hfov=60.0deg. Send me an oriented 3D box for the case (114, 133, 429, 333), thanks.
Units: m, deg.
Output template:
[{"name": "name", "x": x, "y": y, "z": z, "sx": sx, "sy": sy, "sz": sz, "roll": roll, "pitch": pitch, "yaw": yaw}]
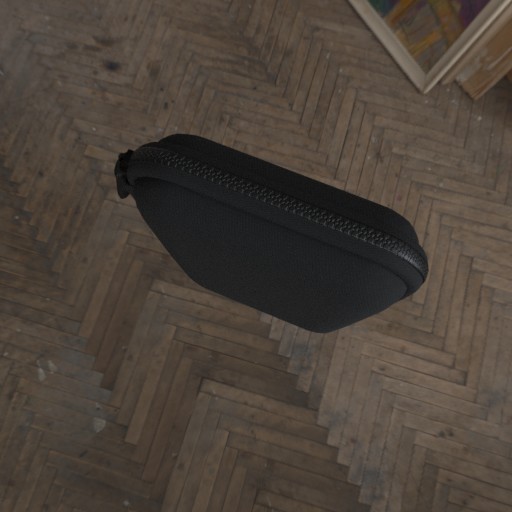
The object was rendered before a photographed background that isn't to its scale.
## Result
[{"name": "case", "x": 0.000, "y": 0.000, "z": 0.187, "sx": 0.107, "sy": 0.147, "sz": 0.030, "roll": 22, "pitch": 78, "yaw": 5}]
